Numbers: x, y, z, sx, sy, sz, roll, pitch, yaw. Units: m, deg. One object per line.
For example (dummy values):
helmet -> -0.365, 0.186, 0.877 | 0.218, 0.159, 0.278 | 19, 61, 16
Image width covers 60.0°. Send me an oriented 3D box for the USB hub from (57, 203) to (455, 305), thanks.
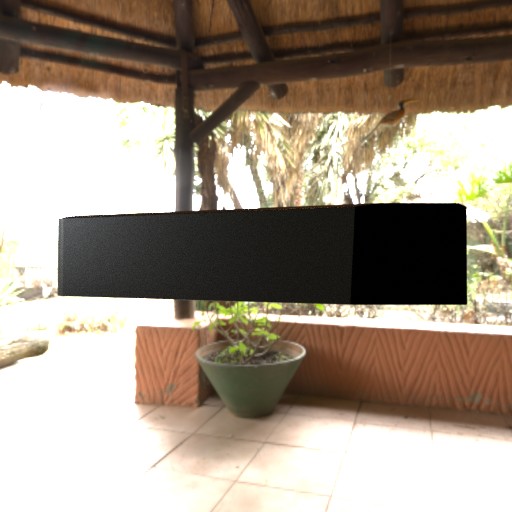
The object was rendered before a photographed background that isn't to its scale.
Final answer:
USB hub -> 0.000, 0.000, 0.131 | 0.110, 0.023, 0.044 | 0, -1, 18
